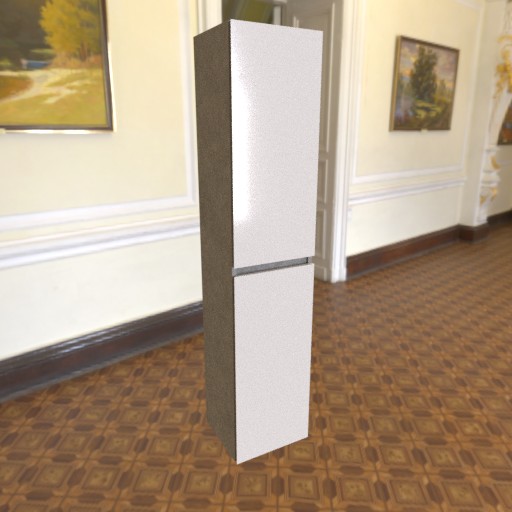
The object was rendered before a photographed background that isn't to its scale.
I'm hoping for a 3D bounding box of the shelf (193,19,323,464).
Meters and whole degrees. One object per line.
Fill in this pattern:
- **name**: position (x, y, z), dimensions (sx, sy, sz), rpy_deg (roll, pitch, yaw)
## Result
- **shelf**: position (0.000, 0.000, 1.535), dimensions (0.300, 1.400, 0.270), rpy_deg (-9, 18, -28)
